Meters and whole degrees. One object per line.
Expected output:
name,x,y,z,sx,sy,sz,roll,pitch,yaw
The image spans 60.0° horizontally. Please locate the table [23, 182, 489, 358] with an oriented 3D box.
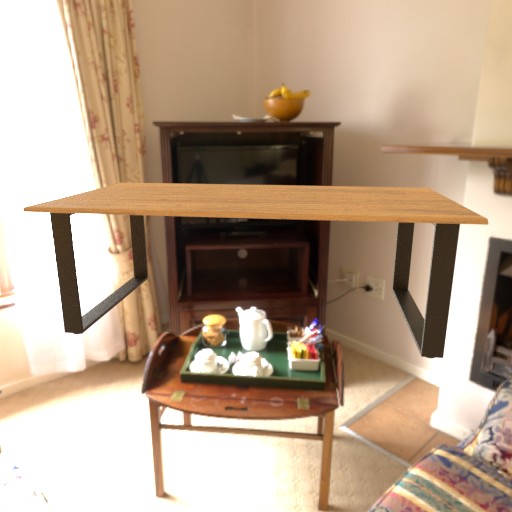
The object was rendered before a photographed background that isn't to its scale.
table,0.000,0.000,1.638,1.331,0.445,0.693,2,16,8
